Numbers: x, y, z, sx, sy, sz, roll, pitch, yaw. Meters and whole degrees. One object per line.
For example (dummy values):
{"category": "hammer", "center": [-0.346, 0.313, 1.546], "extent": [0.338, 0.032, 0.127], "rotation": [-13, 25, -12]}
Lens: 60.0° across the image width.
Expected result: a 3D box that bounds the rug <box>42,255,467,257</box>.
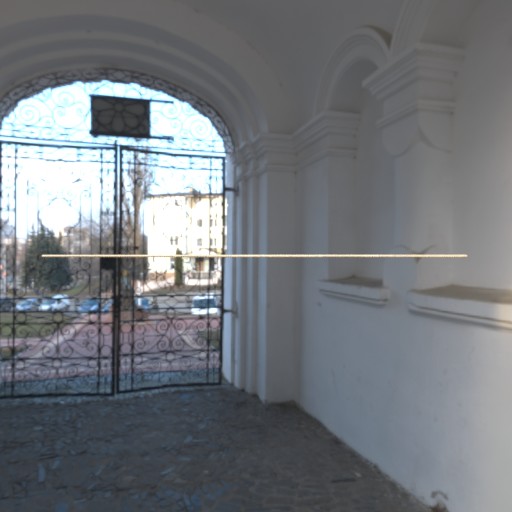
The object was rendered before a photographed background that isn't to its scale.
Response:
{"category": "rug", "center": [0.000, 0.000, 4.055], "extent": [2.438, 0.013, 3.048], "rotation": [0, 0, 0]}
